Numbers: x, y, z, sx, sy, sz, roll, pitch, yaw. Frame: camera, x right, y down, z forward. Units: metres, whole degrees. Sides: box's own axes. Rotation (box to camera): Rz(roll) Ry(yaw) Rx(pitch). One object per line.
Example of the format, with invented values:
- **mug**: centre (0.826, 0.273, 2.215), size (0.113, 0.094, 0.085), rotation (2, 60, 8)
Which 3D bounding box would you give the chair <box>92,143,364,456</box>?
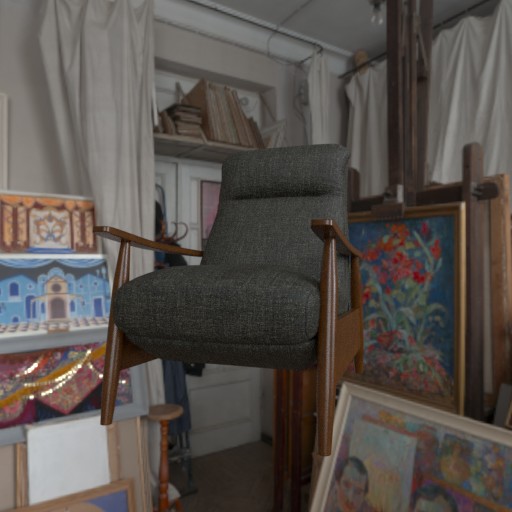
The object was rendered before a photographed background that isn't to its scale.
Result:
- **chair**: centre (0.000, 0.000, 1.753), size (0.762, 1.082, 1.014), rotation (0, -1, 19)
